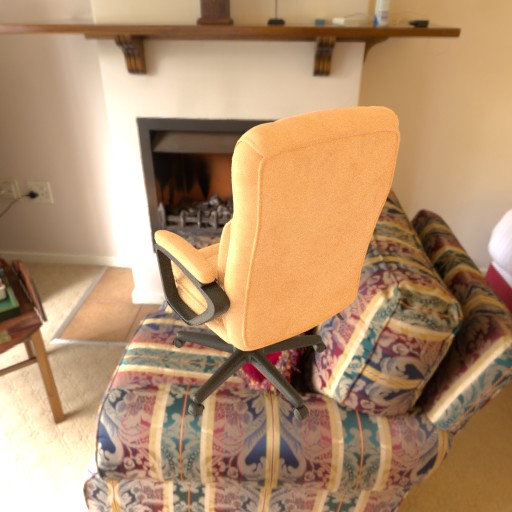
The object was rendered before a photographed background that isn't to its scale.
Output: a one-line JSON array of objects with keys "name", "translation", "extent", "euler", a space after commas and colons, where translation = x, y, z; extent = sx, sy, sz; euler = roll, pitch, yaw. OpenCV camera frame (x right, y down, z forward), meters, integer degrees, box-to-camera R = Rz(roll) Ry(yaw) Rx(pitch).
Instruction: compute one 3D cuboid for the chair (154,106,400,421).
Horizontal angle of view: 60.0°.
[{"name": "chair", "translation": [0.000, 0.000, 1.576], "extent": [0.667, 1.105, 0.724], "euler": [-19, 34, -30]}]
